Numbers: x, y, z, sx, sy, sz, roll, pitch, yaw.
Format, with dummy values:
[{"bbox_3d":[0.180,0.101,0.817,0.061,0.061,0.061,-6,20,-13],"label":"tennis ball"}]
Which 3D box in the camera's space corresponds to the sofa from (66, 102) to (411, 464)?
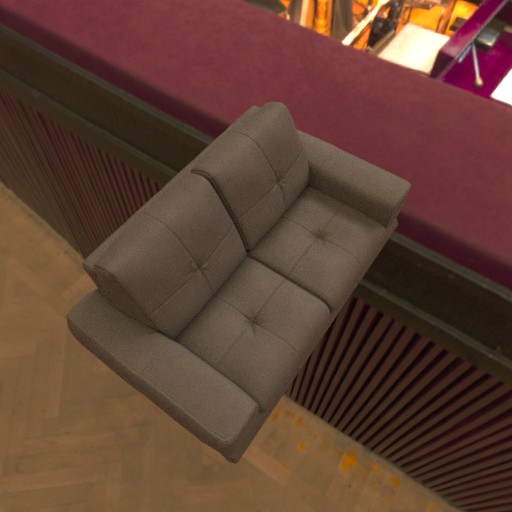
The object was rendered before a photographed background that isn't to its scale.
[{"bbox_3d":[0.000,0.000,2.410,1.018,0.907,1.806,31,63,18],"label":"sofa"}]
